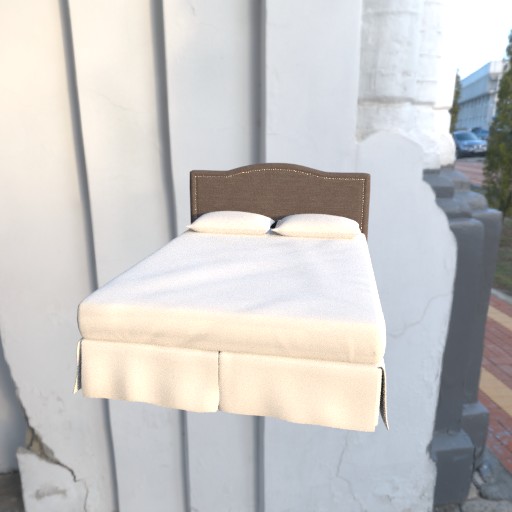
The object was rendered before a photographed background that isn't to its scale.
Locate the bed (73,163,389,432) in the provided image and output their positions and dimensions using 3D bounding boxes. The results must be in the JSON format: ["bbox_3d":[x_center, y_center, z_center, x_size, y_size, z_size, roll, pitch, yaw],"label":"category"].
[{"bbox_3d":[0.000,0.000,3.972,2.161,1.457,2.689,3,16,10],"label":"bed"}]
